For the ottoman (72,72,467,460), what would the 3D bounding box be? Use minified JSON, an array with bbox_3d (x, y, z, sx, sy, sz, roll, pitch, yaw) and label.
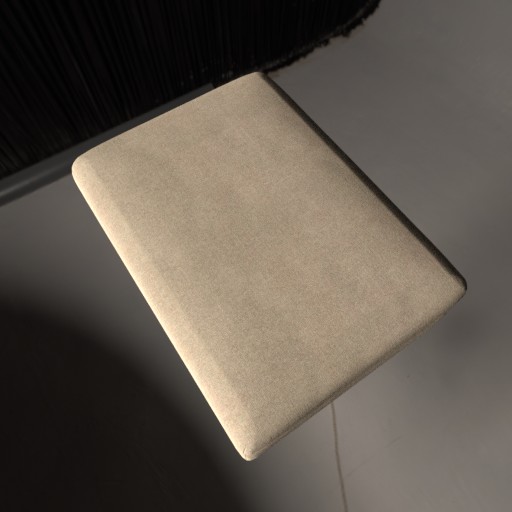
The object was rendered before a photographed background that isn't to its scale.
[{"bbox_3d":[0.000,0.000,1.199,0.610,0.478,0.823,-31,67,-15],"label":"ottoman"}]
